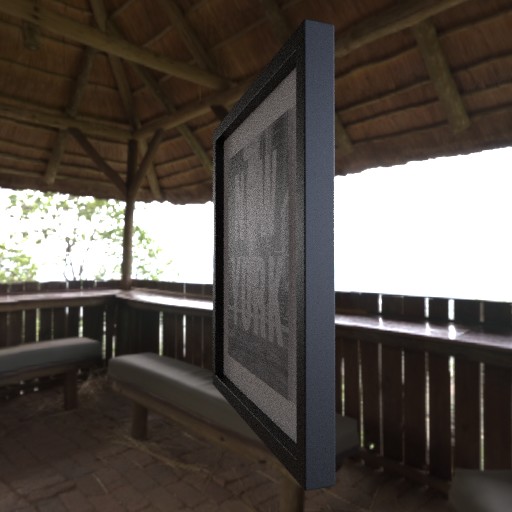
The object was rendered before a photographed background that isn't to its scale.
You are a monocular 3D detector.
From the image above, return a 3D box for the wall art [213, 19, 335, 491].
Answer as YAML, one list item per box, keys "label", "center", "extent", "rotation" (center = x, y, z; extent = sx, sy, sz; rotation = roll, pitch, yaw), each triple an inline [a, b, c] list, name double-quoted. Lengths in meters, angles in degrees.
- label: "wall art"
  center: [0.000, 0.000, 0.516]
  extent: [0.028, 0.381, 0.328]
  rotation: [0, -1, -19]
